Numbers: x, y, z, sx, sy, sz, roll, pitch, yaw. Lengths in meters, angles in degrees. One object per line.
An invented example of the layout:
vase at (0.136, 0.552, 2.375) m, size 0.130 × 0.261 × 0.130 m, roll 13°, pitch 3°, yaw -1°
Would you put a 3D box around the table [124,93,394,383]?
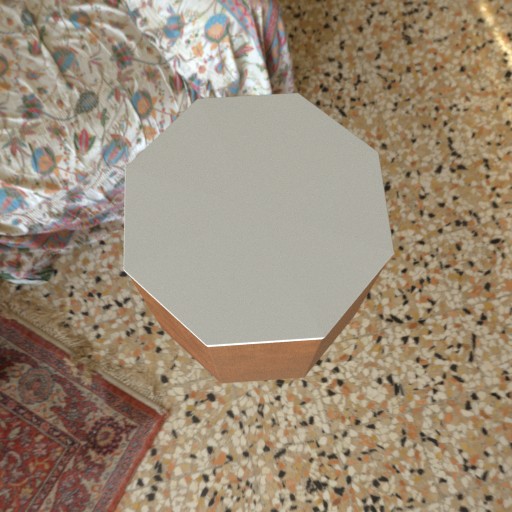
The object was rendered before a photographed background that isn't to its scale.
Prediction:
table at (0.000, 0.000, 0.799) m, size 0.439 × 0.457 × 0.439 m, roll -5°, pitch 74°, yaw -2°
